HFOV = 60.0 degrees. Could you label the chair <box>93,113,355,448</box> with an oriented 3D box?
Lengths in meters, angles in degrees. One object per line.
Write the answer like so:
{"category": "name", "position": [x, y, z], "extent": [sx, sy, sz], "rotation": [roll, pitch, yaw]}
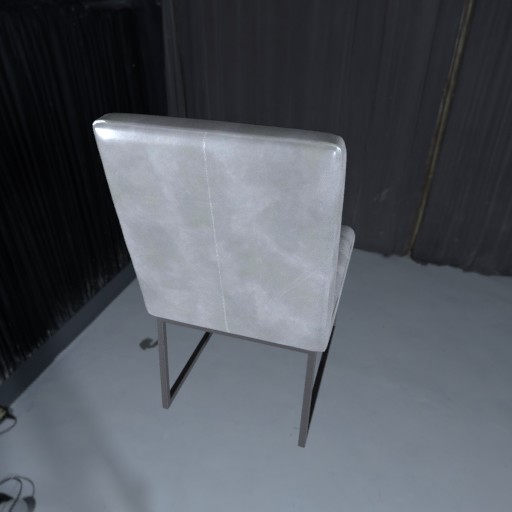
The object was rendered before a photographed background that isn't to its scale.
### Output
{"category": "chair", "position": [0.000, 0.000, 1.311], "extent": [0.520, 0.930, 0.634], "rotation": [10, 34, 15]}
